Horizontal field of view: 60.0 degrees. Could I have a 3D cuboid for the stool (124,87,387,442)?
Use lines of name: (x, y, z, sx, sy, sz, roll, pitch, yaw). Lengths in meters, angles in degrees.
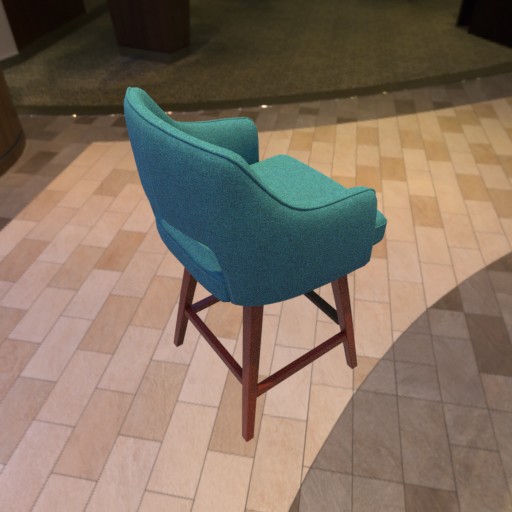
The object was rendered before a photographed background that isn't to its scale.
stool: (0.000, 0.000, 1.279, 0.556, 0.961, 0.548, -25, 46, -27)
